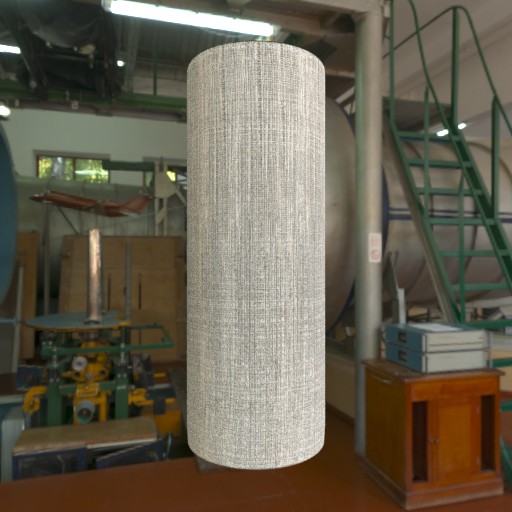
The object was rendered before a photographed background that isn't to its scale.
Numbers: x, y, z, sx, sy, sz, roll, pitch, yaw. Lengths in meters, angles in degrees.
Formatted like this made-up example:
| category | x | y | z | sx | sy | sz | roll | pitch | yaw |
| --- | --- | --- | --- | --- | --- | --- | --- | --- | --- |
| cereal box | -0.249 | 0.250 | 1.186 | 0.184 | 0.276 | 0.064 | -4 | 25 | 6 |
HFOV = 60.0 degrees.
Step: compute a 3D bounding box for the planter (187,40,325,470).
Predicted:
| category | x | y | z | sx | sy | sz | roll | pitch | yaw |
| --- | --- | --- | --- | --- | --- | --- | --- | --- | --- |
| planter | 0.000 | 0.000 | 0.325 | 0.100 | 0.270 | 0.100 | 0 | 0 | 18 |
